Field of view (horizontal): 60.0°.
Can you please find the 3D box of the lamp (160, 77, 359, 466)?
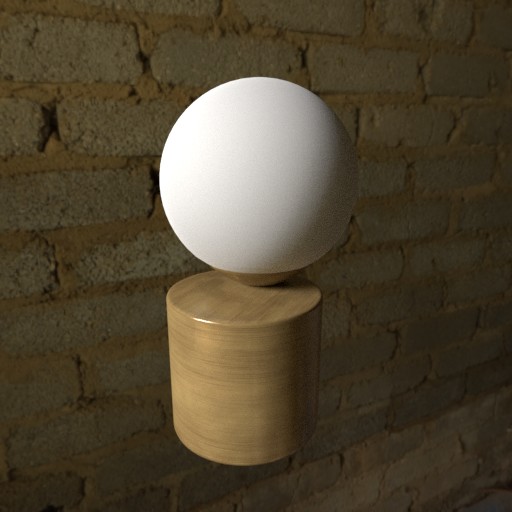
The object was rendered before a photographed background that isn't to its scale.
[{"bbox_3d":[0.000,0.000,0.332,0.141,0.250,0.152,7,18,24],"label":"lamp"}]
